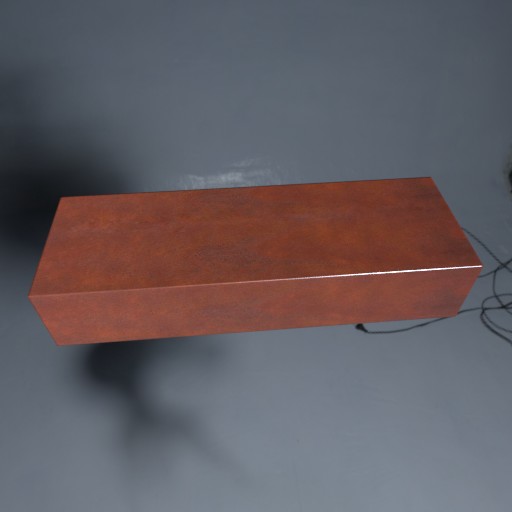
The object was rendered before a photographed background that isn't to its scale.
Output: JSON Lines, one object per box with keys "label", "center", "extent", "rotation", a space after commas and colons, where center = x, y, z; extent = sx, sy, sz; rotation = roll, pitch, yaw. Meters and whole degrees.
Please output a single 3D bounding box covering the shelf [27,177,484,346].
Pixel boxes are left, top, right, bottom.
{"label": "shelf", "center": [0.000, 0.000, 0.526], "extent": [0.457, 0.088, 0.152], "rotation": [-4, 47, -3]}
